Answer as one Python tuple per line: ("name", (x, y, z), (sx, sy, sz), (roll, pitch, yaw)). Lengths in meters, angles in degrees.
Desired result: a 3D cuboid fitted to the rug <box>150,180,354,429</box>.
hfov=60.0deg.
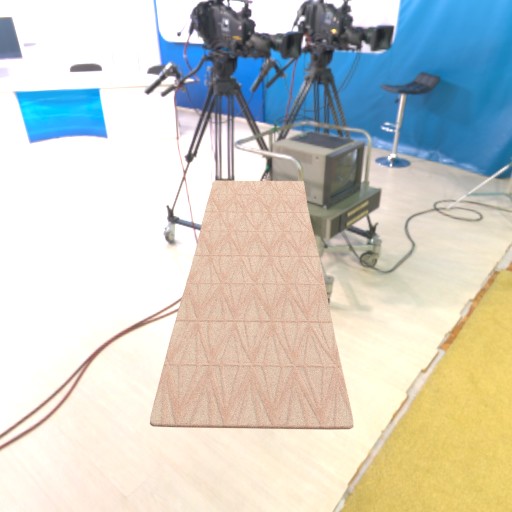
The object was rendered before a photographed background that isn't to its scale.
("rug", (0.000, 0.000, 2.660), (0.760, 0.015, 2.435), (0, 31, 1))
